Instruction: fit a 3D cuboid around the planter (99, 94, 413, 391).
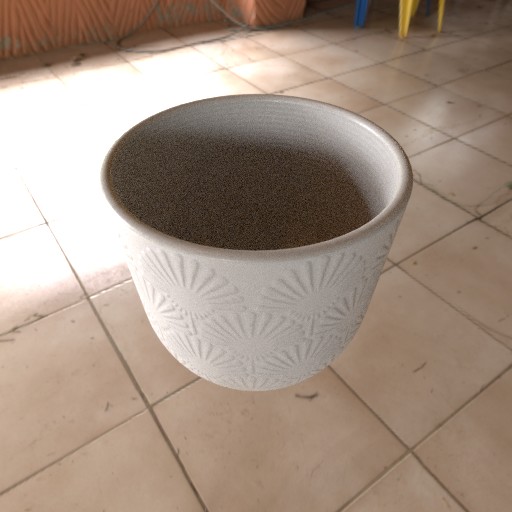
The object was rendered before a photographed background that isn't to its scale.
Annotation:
[{"bbox_3d":[0.000,0.000,0.297,0.170,0.152,0.170,0,43,0],"label":"planter"}]
